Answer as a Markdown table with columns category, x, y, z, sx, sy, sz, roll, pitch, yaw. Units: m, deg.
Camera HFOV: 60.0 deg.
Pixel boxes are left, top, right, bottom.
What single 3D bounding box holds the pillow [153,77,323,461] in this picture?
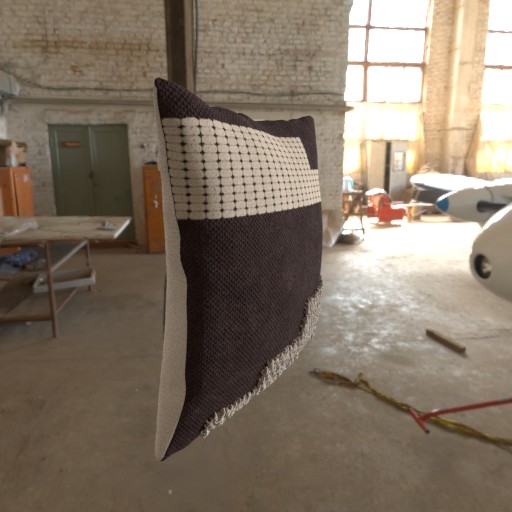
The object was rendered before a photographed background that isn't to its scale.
| category | x | y | z | sx | sy | sz | roll | pitch | yaw |
| --- | --- | --- | --- | --- | --- | --- | --- | --- | --- |
| pillow | 0.000 | 0.000 | 0.713 | 0.178 | 0.473 | 0.475 | 7 | 14 | 27 |
